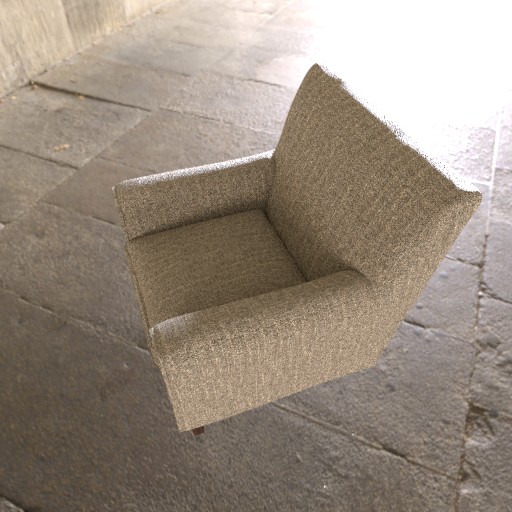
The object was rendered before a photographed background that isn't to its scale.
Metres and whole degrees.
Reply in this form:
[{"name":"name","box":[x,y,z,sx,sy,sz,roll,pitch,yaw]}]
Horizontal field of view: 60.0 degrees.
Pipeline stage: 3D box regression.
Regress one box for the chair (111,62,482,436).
[{"name":"chair","box":[0.000,0.000,1.574,0.873,0.928,0.864,-15,48,-15]}]
